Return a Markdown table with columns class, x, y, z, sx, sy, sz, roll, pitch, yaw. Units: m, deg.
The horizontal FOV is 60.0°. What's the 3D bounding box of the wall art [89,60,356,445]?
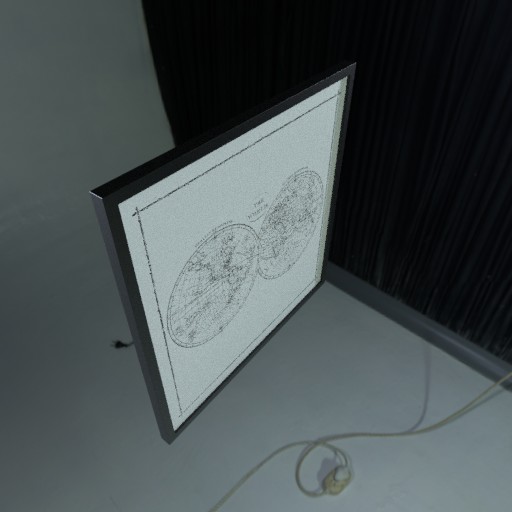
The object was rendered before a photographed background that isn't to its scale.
| class | x | y | z | sx | sy | sz | roll | pitch | yaw |
| --- | --- | --- | --- | --- | --- | --- | --- | --- | --- |
| wall art | 0.000 | 0.000 | 1.145 | 0.031 | 0.775 | 0.773 | 27 | 48 | 28 |
